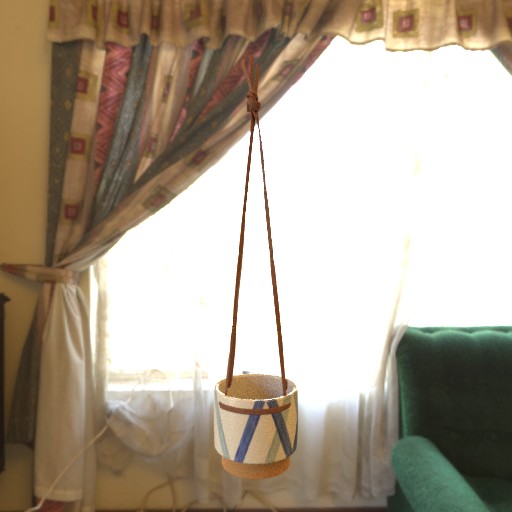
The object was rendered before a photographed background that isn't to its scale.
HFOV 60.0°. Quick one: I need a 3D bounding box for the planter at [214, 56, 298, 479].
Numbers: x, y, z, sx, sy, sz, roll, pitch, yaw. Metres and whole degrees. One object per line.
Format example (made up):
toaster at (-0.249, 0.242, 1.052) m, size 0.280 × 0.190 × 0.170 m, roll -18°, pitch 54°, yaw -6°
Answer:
planter at (0.000, 0.000, 0.800) m, size 0.153 × 0.753 × 0.157 m, roll -1°, pitch 2°, yaw -18°
